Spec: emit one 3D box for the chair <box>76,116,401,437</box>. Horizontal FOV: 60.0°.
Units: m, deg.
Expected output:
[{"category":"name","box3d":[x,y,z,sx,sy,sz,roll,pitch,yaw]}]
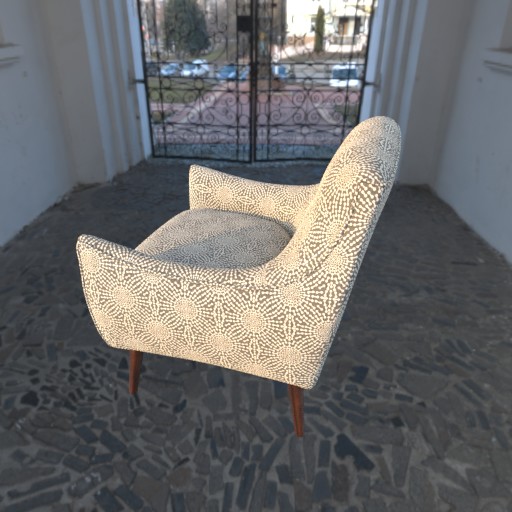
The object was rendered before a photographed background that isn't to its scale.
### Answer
[{"category":"chair","box3d":[0.000,0.000,1.436,0.787,0.838,0.762,9,30,15]}]
